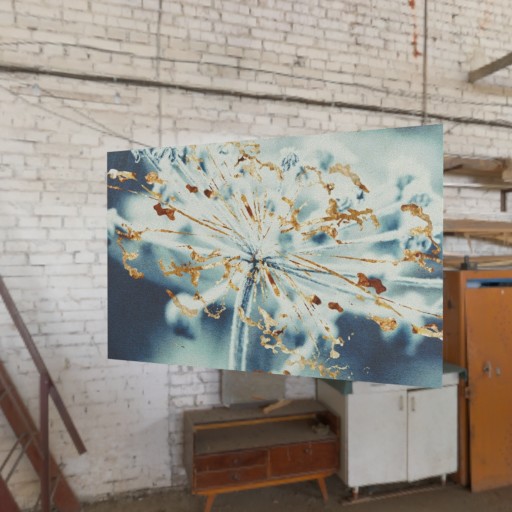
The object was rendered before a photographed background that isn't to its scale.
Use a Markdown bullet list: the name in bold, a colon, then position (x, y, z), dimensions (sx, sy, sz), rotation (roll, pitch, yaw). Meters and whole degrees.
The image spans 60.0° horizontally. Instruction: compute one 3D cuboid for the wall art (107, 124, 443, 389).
- **wall art**: position (0.000, 0.000, 1.464), dimensions (1.138, 0.759, 0.035), rotation (0, 0, 18)
